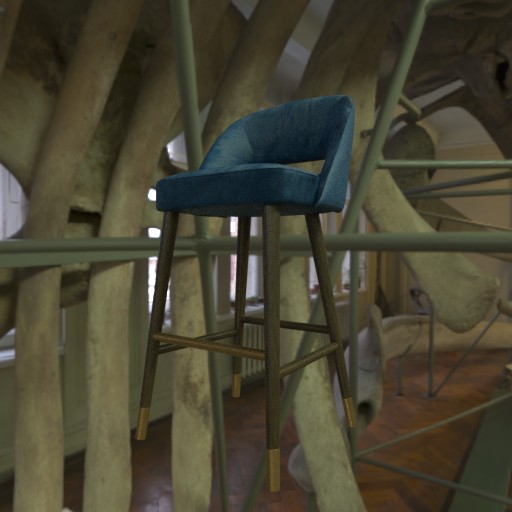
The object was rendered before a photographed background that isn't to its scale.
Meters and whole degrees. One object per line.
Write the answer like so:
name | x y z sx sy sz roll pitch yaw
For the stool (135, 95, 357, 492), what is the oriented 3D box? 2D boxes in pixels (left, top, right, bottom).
stool | 0.000 0.000 1.290 0.514 1.016 0.515 1 2 36
